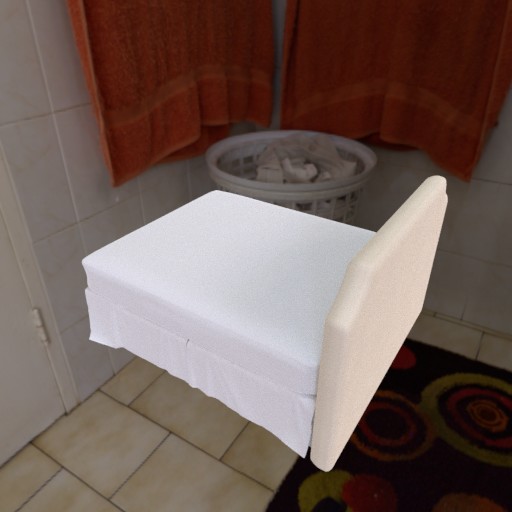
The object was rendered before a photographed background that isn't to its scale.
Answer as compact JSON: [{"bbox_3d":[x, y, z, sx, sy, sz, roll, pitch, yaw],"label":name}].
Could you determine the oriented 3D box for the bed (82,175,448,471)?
[{"bbox_3d":[0.000,0.000,3.348,2.209,1.296,1.827,19,36,29],"label":"bed"}]
